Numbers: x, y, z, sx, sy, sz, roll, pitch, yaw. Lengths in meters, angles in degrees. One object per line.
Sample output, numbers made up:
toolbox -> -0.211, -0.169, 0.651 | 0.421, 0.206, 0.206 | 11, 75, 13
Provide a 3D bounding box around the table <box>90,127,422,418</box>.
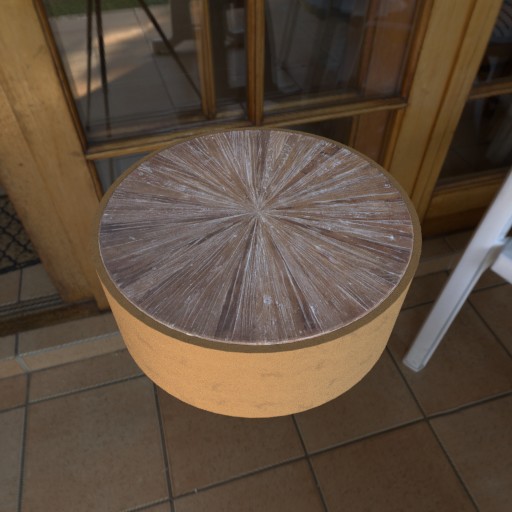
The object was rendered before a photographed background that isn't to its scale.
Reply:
table -> 0.000, 0.000, 1.525 | 1.001, 0.409, 1.001 | 0, 47, 0
